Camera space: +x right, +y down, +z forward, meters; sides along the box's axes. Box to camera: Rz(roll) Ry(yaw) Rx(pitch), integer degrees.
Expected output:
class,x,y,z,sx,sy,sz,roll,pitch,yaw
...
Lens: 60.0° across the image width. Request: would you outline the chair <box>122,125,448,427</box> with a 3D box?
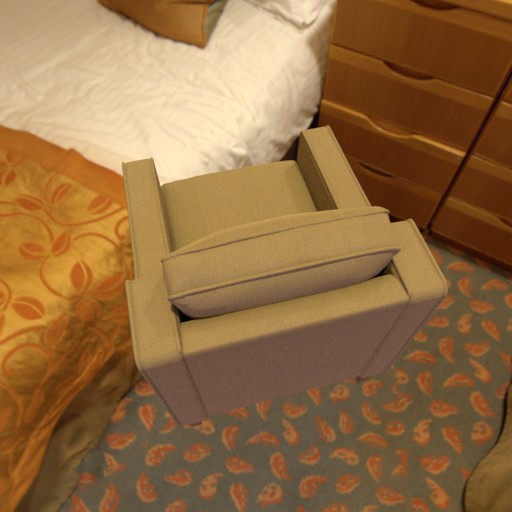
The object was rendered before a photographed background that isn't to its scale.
class,x,y,z,sx,sy,sz,roll,pitch,yaw
chair,0.000,0.000,1.639,0.831,0.960,0.909,-12,58,-8
